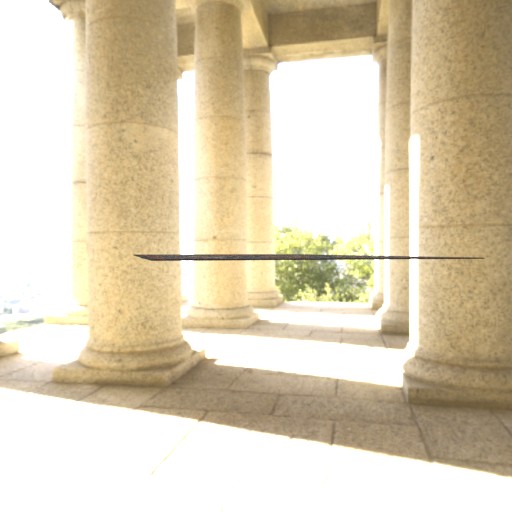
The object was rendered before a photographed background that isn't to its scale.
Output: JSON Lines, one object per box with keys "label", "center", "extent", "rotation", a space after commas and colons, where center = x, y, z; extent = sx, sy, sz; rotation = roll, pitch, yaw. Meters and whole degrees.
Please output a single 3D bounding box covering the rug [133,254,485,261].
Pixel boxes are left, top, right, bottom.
{"label": "rug", "center": [0.000, 0.000, 4.223], "extent": [2.190, 0.008, 3.371], "rotation": [0, 1, -17]}
